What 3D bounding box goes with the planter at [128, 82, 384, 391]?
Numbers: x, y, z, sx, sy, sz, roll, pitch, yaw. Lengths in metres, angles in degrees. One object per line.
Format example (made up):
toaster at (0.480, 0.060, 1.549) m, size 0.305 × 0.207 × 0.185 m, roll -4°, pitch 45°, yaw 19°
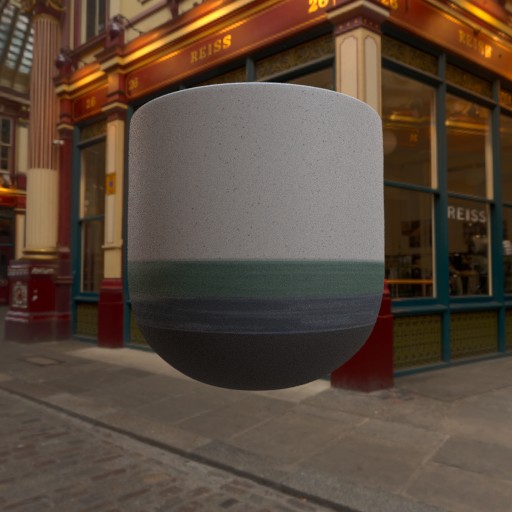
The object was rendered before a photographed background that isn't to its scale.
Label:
planter at (0.000, 0.000, 0.482) m, size 0.268 × 0.270 × 0.268 m, roll 0°, pitch -2°, yaw 0°
